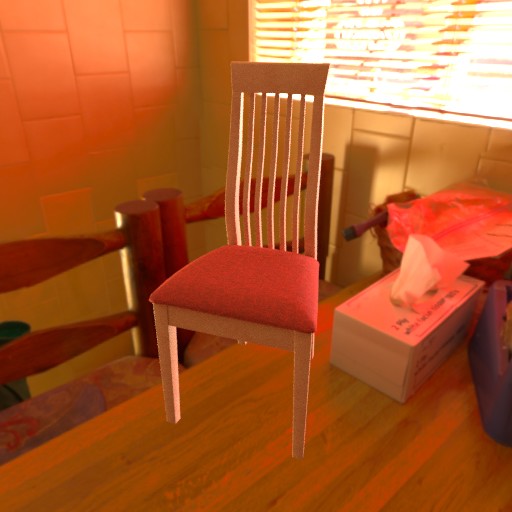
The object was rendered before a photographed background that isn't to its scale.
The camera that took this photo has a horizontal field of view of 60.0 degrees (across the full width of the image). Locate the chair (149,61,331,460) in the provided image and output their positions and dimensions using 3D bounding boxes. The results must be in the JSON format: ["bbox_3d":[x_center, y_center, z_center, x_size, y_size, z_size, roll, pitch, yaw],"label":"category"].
[{"bbox_3d":[0.000,0.000,1.303,0.460,1.027,0.474,9,28,17],"label":"chair"}]
